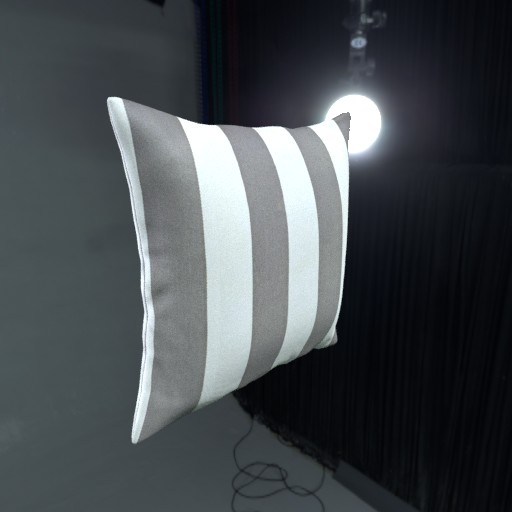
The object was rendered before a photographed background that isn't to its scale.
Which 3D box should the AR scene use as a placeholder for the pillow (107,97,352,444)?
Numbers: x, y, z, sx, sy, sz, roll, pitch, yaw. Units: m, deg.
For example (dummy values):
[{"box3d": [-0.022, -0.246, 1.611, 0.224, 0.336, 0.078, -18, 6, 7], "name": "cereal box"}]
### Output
[{"box3d": [0.000, 0.000, 0.785, 0.522, 0.507, 0.192, -14, 20, -42], "name": "pillow"}]
